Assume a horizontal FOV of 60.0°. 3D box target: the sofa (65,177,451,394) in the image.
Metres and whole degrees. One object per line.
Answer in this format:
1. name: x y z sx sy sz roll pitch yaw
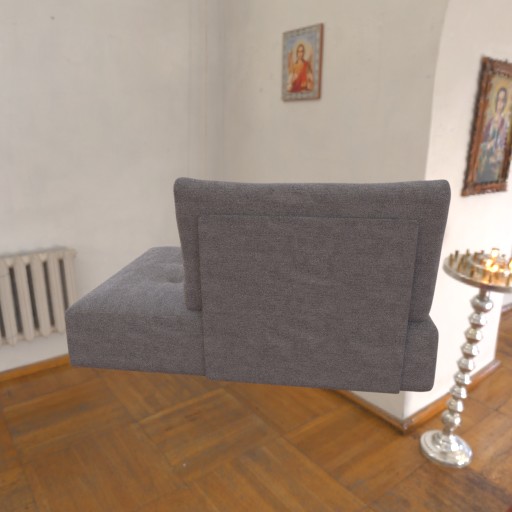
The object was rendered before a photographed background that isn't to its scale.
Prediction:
1. sofa: 0.000 0.000 2.040 1.450 0.820 1.002 2 16 7
